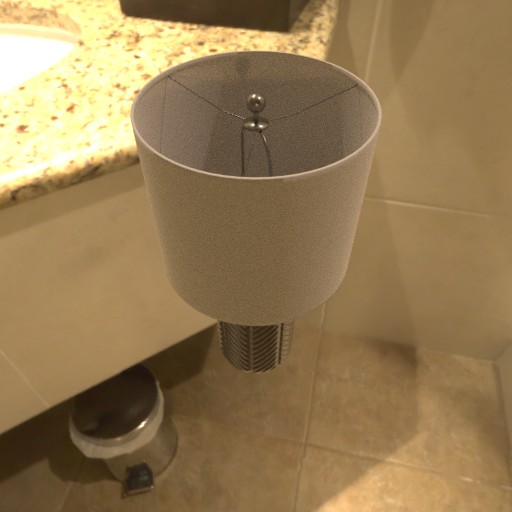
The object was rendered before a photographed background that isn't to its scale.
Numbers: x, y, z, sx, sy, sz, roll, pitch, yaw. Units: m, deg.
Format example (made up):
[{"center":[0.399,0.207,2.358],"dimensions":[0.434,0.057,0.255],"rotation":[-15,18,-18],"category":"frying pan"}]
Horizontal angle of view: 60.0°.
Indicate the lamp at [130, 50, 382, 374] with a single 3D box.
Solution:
[{"center":[0.000,0.000,0.502],"dimensions":[0.203,0.389,0.203],"rotation":[-19,50,-16],"category":"lamp"}]
